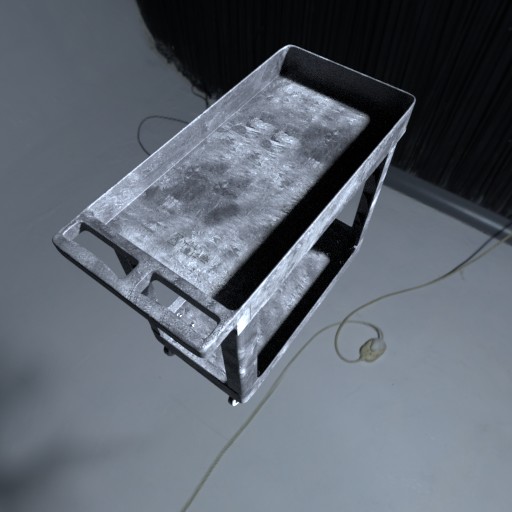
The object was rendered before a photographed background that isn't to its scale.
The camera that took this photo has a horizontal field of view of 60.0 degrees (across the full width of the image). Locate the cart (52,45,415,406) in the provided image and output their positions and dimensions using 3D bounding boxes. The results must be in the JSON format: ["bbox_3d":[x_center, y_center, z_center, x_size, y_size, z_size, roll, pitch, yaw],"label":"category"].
[{"bbox_3d":[0.000,0.000,1.379,0.420,0.824,0.877,32,62,19],"label":"cart"}]
